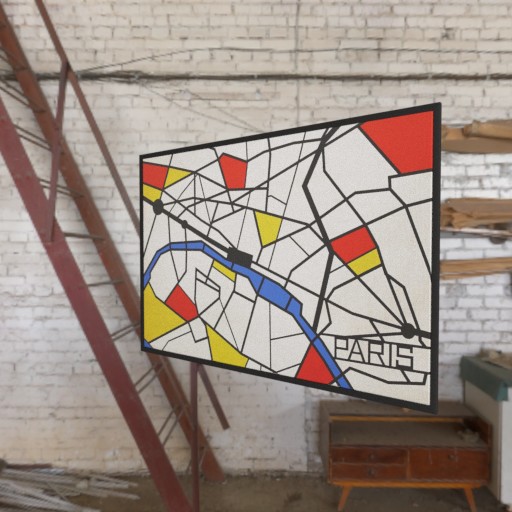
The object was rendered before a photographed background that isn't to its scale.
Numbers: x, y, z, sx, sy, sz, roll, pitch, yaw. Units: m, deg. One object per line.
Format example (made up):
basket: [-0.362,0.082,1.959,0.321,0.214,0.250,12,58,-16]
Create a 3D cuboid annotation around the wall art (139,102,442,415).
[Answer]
wall art: [0.000,0.000,1.227,0.963,0.665,0.013,1,2,36]
